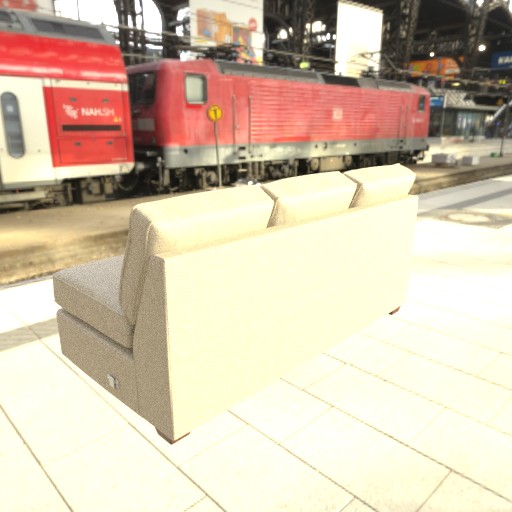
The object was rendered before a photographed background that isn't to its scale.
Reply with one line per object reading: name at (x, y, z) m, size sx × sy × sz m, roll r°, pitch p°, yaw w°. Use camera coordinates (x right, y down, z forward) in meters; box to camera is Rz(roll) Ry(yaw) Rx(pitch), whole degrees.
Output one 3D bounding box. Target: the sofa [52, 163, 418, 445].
sofa at (0.000, 0.000, 2.544) m, size 1.027 × 0.973 × 1.962 m, roll 15°, pitch 22°, yaw 42°
